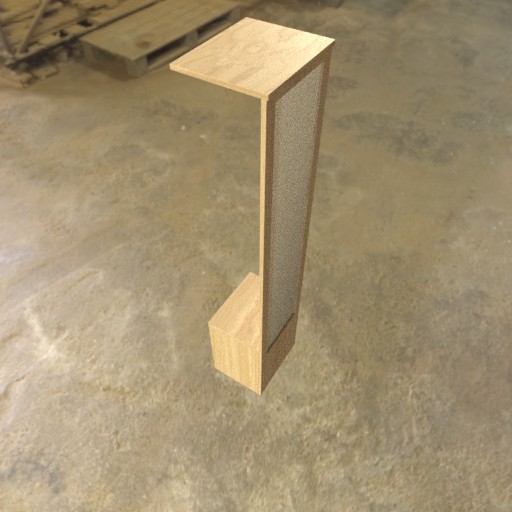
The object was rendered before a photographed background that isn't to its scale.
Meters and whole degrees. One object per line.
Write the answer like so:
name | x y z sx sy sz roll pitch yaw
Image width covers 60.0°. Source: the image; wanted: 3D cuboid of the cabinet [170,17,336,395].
cabinet | 0.000 0.000 2.050 0.338 1.879 0.411 25 53 21
